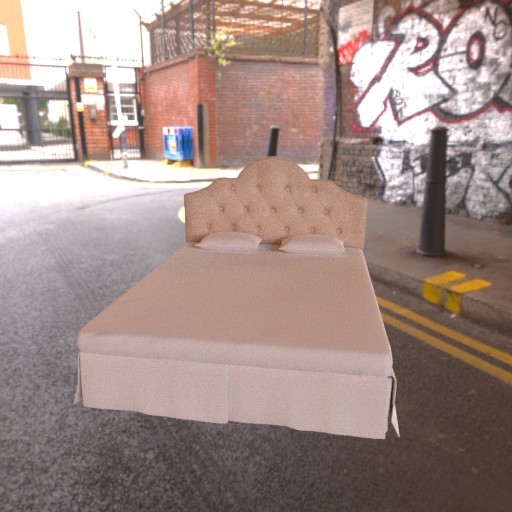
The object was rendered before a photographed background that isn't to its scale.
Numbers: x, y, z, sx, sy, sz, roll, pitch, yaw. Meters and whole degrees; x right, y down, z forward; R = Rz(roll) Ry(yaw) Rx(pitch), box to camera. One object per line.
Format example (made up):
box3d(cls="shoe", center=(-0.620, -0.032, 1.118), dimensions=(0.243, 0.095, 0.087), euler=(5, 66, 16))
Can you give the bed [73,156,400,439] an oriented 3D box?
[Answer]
box3d(cls="bed", center=(0.000, 0.000, 2.963), dimensions=(1.667, 1.194, 1.970), euler=(2, 16, 8))
